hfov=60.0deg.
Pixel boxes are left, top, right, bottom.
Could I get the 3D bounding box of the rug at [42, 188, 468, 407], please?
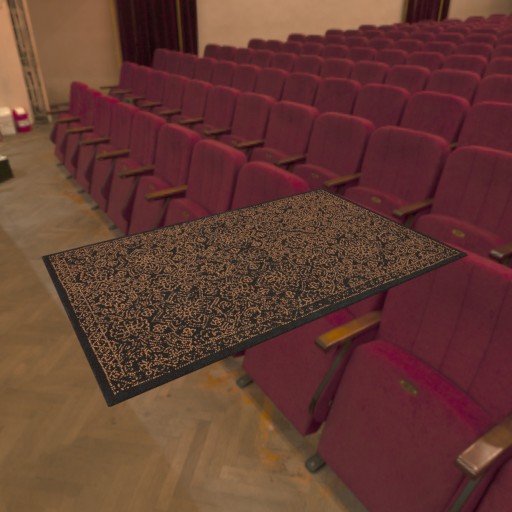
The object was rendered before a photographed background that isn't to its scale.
[{"bbox_3d":[0.000,0.000,2.986,2.441,0.015,1.526,-17,33,-28],"label":"rug"}]
